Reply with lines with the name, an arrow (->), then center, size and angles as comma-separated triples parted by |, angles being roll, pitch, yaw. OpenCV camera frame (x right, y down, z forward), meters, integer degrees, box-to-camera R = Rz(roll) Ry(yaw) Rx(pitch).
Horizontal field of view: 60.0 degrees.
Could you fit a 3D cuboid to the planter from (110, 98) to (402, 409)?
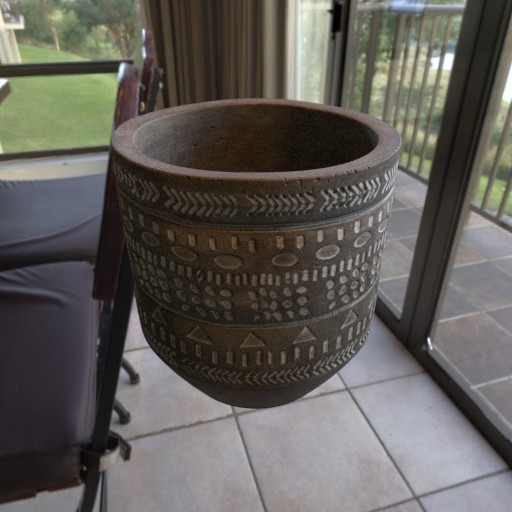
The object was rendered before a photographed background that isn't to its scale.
planter -> 0.000, 0.000, 0.259 | 0.142, 0.149, 0.142 | 0, 31, 0
